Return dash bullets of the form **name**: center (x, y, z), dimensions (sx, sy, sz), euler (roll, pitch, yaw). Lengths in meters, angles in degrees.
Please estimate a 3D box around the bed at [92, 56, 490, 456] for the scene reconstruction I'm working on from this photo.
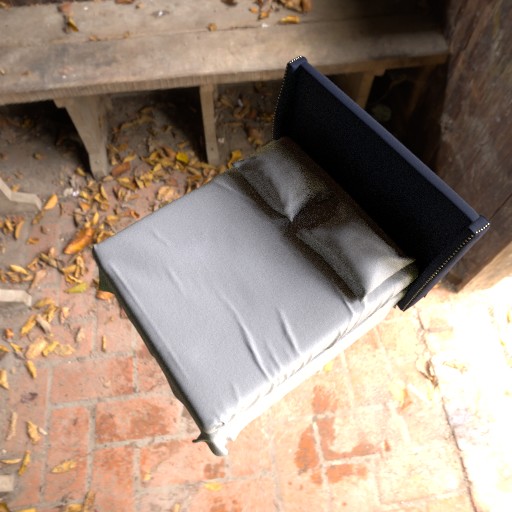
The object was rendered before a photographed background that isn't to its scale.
- **bed**: center (0.000, 0.000, 3.374), dimensions (2.276, 1.332, 1.925), euler (-33, 68, -15)
